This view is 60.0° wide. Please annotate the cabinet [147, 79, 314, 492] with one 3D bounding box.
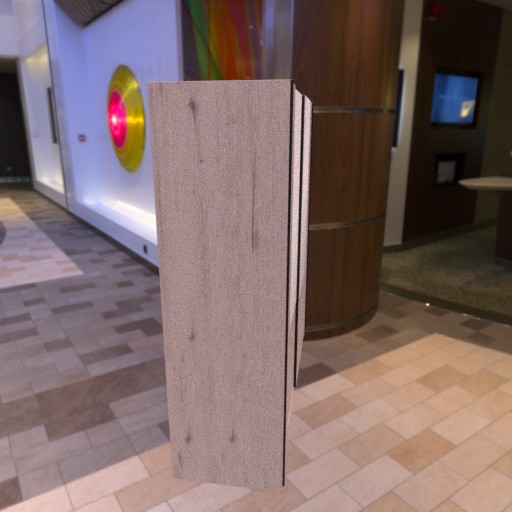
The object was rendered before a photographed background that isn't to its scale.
[{"bbox_3d":[0.000,0.000,3.198,0.660,2.180,2.000,3,17,9],"label":"cabinet"}]
